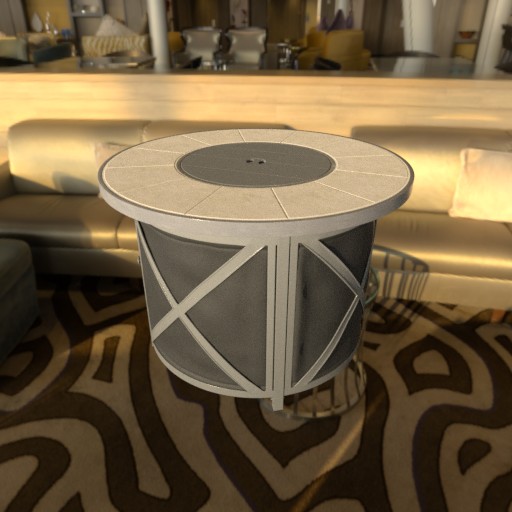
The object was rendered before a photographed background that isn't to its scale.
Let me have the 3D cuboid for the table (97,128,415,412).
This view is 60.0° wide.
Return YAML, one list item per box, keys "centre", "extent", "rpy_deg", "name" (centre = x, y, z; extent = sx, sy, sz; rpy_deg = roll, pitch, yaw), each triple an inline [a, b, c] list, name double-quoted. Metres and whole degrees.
- centre: [0.000, 0.000, 1.494]
  extent: [0.914, 0.650, 0.914]
  rpy_deg: [0, 28, 0]
  name: "table"
